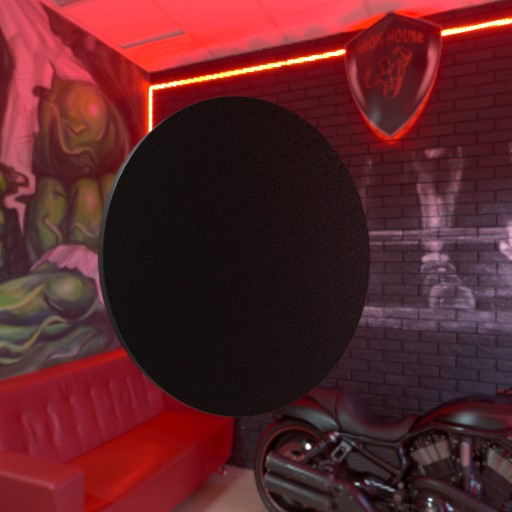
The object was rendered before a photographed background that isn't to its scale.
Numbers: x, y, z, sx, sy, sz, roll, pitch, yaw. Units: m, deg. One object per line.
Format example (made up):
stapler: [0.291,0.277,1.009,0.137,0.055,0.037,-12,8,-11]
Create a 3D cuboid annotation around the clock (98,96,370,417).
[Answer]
clock: [0.000,0.000,0.653,0.454,0.454,0.038,1,-2,-34]
